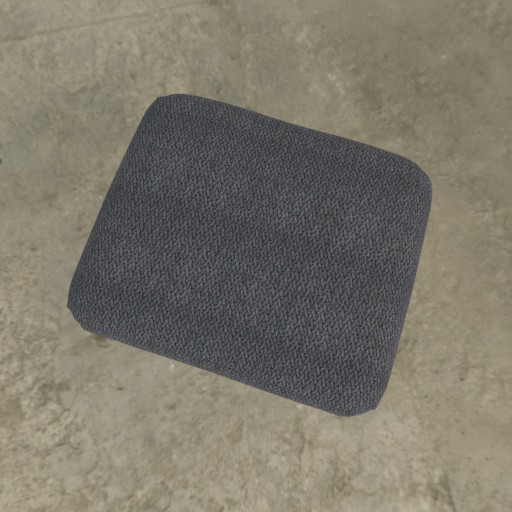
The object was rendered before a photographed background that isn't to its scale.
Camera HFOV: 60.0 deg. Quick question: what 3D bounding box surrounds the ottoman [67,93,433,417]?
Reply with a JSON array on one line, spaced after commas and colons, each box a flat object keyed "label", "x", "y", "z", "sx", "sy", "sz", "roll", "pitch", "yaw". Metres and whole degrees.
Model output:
[{"label": "ottoman", "x": 0.000, "y": 0.000, "z": 1.155, "sx": 0.747, "sy": 0.450, "sz": 0.622, "roll": 17, "pitch": 76, "yaw": 4}]
